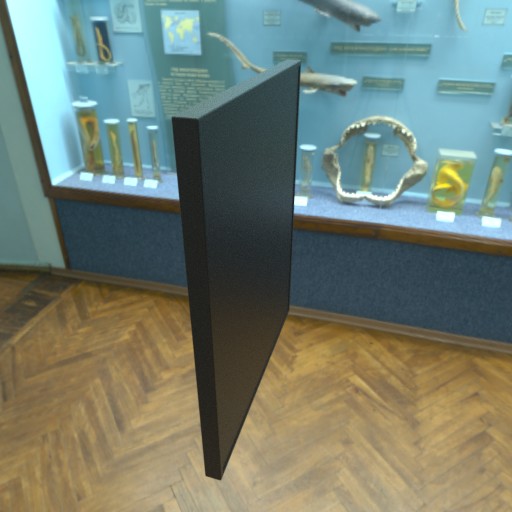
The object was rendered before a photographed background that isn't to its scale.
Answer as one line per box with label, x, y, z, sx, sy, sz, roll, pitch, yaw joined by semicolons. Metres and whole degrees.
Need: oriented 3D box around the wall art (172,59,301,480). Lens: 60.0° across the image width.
wall art;0.000;0.000;0.737;0.028;0.551;0.451;9;32;15
